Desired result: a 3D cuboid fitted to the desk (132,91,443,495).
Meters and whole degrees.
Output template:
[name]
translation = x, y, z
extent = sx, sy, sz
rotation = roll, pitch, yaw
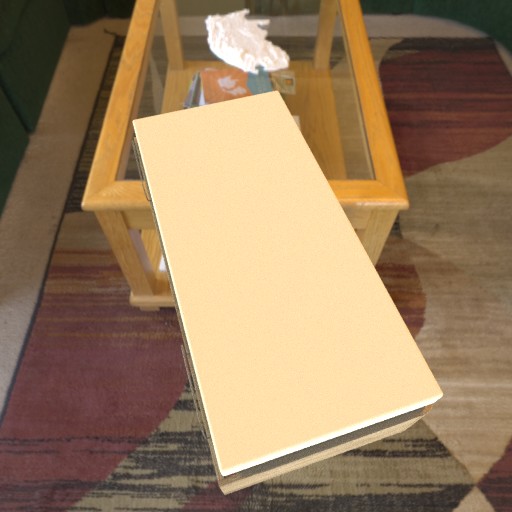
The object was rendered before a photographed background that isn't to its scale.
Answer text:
[desk]
translation = 0.000, 0.000, 2.216
extent = 0.900, 0.455, 1.900
rotation = -15, 58, -10
